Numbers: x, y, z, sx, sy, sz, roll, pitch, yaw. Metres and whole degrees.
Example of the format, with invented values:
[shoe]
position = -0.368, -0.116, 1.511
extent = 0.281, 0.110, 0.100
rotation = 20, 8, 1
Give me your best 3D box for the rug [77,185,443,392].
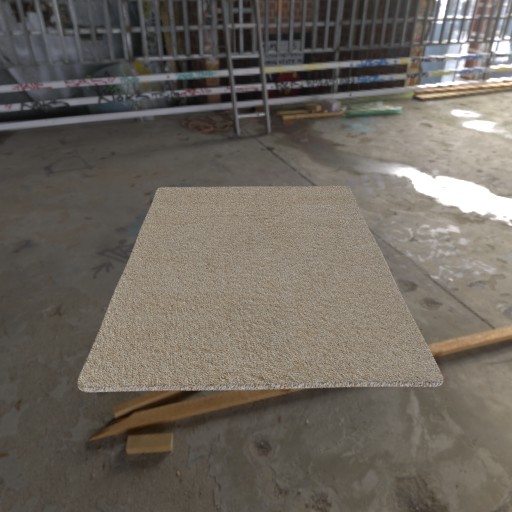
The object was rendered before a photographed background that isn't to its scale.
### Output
[rug]
position = 0.000, 0.000, 2.110
extent = 1.200, 0.027, 1.600
rotation = -1, 32, -1
